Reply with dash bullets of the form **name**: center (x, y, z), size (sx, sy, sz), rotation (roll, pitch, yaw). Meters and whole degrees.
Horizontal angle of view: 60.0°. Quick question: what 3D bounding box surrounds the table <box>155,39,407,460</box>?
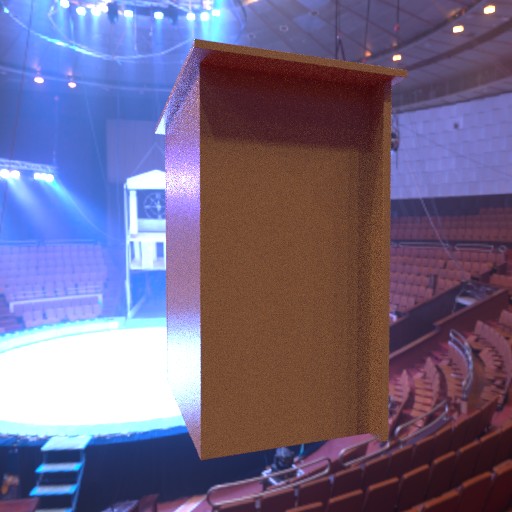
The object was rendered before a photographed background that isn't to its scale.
- **table**: center (0.000, 0.000, 1.058), size (0.406, 0.711, 0.589), rotation (-1, 2, -19)
